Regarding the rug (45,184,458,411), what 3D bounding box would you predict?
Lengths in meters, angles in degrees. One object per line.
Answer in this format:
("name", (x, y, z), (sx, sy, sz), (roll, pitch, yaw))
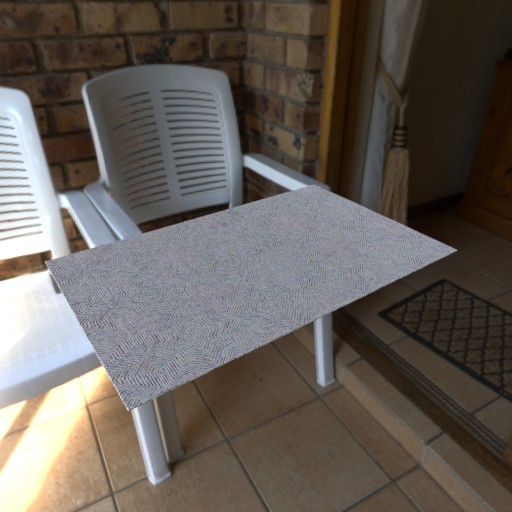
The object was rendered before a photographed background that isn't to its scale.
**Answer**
("rug", (0.000, 0.000, 3.064), (2.428, 0.007, 1.519), (-20, 36, -30))
